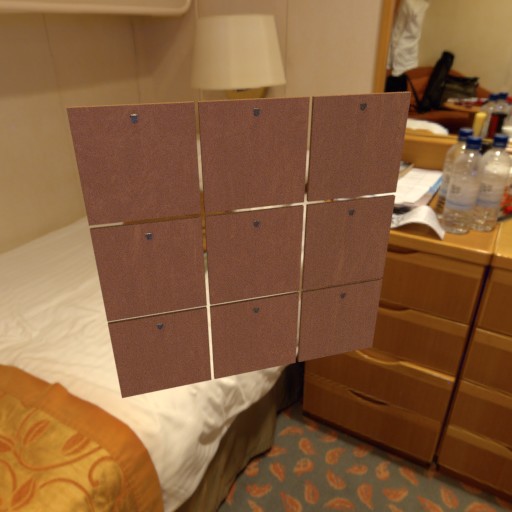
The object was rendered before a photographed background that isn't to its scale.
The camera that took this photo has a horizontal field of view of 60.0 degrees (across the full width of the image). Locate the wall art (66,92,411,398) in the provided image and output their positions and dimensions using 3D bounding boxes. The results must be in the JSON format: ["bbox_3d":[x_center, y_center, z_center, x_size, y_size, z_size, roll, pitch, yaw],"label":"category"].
[{"bbox_3d":[0.000,0.000,1.353,0.915,0.913,0.018,-8,29,-14],"label":"wall art"}]
